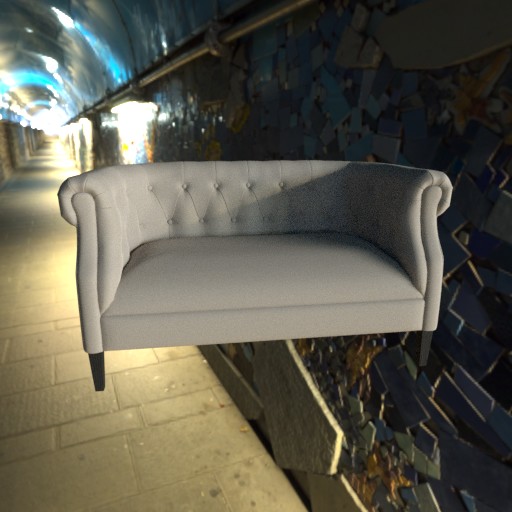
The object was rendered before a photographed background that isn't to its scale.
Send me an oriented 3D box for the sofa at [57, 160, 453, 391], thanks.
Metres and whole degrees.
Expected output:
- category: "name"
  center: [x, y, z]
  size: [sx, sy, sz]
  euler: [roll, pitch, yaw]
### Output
- category: "sofa"
  center: [0.000, 0.000, 2.067]
  size: [1.558, 0.827, 0.835]
  euler: [-2, 16, -8]
